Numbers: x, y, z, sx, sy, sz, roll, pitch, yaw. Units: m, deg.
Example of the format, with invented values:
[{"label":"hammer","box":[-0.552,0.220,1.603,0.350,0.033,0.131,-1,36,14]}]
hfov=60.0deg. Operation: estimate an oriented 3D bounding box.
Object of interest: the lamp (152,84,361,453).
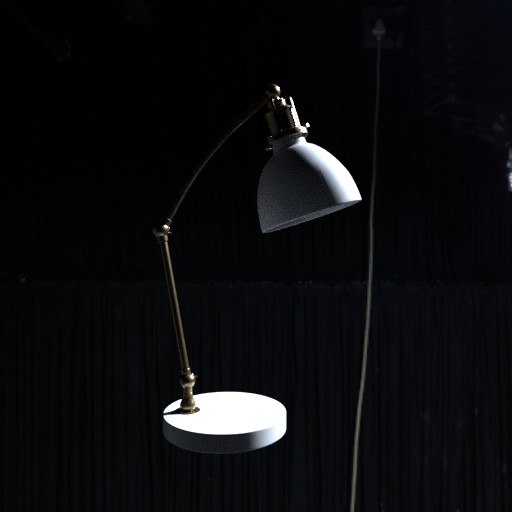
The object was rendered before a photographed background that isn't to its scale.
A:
[{"label":"lamp","box":[0.000,0.000,0.678,0.317,0.522,0.186,0,0,0]}]
